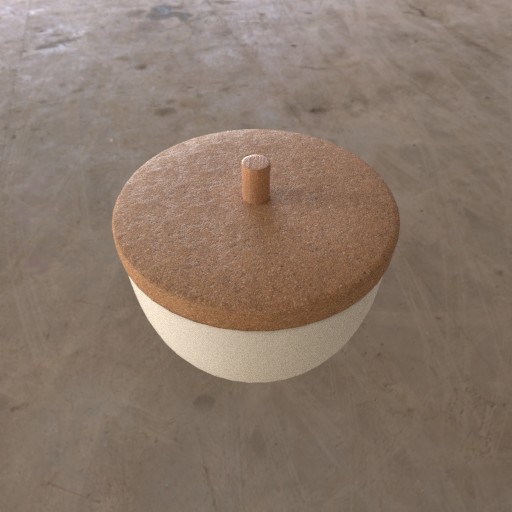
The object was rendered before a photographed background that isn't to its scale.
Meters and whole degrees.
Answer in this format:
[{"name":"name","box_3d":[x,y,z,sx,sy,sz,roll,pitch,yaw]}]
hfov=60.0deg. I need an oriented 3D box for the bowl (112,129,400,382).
[{"name":"bowl","box_3d":[0.000,0.000,0.223,0.126,0.110,0.126,0,45,0]}]
